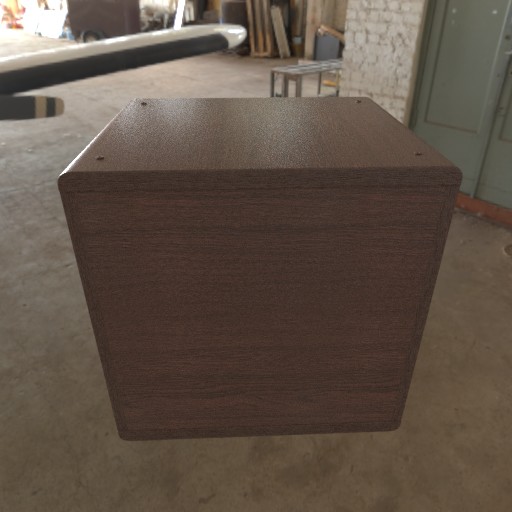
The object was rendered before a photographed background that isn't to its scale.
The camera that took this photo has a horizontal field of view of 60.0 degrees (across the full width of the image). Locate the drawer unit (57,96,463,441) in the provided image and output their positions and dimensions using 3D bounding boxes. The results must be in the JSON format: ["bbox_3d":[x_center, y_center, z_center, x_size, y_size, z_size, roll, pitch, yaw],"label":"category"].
[{"bbox_3d":[0.000,0.000,0.581,0.344,0.344,0.290,-1,31,-2],"label":"drawer unit"}]
